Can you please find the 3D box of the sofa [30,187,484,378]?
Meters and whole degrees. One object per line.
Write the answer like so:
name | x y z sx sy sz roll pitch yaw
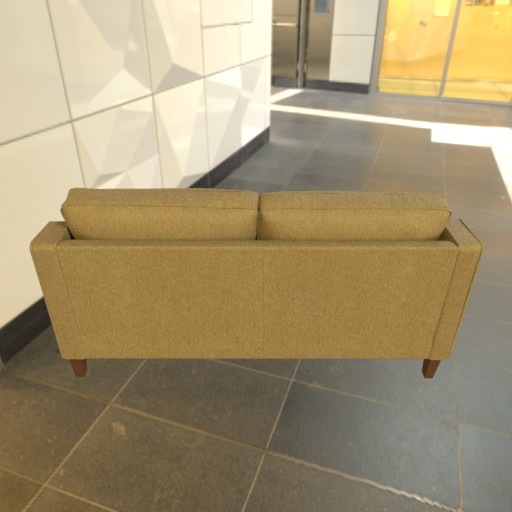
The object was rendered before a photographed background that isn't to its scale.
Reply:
sofa | 0.000 0.000 2.742 2.181 1.074 1.073 0 30 0
